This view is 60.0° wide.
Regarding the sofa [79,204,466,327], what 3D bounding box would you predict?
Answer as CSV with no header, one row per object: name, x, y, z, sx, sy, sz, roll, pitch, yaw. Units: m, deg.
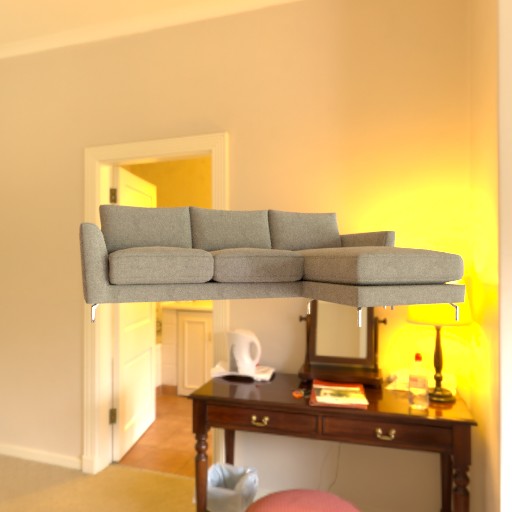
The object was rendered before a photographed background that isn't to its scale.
sofa,0.000,0.000,3.277,2.438,0.864,1.626,0,0,-20
